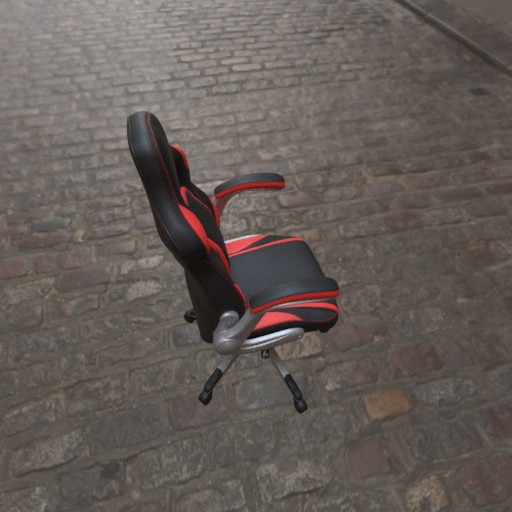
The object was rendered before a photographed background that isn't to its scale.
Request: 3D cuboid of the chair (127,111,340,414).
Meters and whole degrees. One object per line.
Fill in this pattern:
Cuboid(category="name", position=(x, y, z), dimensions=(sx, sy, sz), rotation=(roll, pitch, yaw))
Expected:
Cuboid(category="chair", position=(0.000, 0.000, 1.633), dimensions=(0.712, 1.165, 0.758), rotation=(-10, 46, -10))
